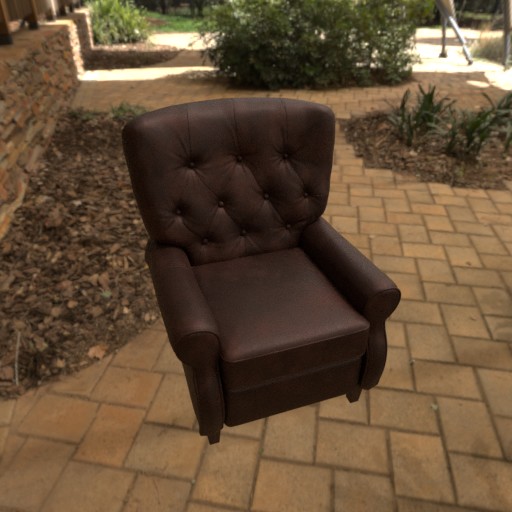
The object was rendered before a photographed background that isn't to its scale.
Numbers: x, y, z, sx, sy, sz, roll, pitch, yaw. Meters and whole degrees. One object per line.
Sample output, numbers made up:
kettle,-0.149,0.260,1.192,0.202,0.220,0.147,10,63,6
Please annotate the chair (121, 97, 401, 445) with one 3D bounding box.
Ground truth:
chair,0.000,0.000,1.933,0.948,1.158,1.058,-10,33,-16
